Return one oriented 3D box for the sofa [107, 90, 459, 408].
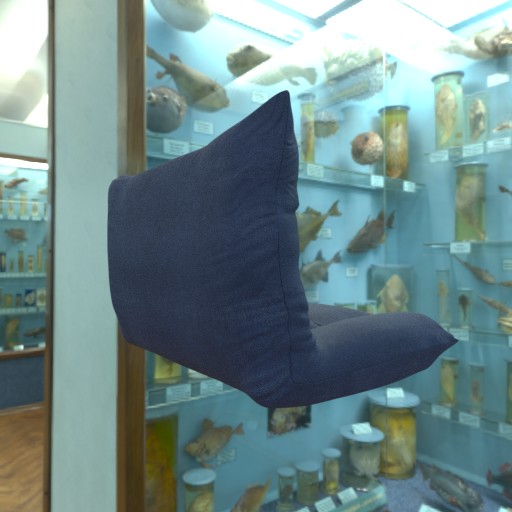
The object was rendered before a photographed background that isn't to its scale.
[{"bbox_3d":[0.000,0.000,1.671,0.849,0.778,1.122,0,-1,-36],"label":"sofa"}]
